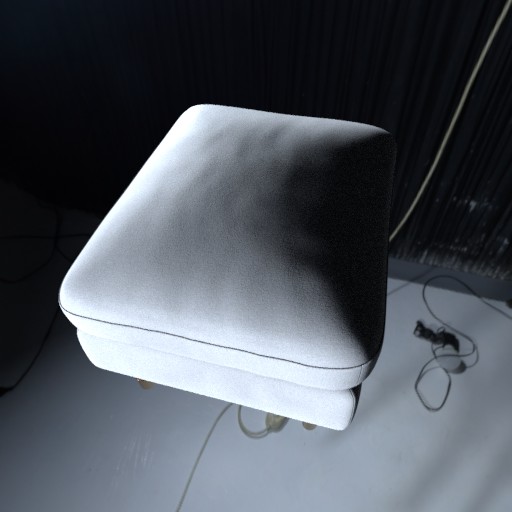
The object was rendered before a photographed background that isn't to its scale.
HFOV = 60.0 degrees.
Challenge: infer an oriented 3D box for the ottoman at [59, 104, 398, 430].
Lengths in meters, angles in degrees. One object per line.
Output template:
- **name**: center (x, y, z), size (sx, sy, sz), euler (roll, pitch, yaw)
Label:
- **ottoman**: center (0.000, 0.000, 1.101), size (0.593, 0.478, 0.747), euler (11, 48, 10)
